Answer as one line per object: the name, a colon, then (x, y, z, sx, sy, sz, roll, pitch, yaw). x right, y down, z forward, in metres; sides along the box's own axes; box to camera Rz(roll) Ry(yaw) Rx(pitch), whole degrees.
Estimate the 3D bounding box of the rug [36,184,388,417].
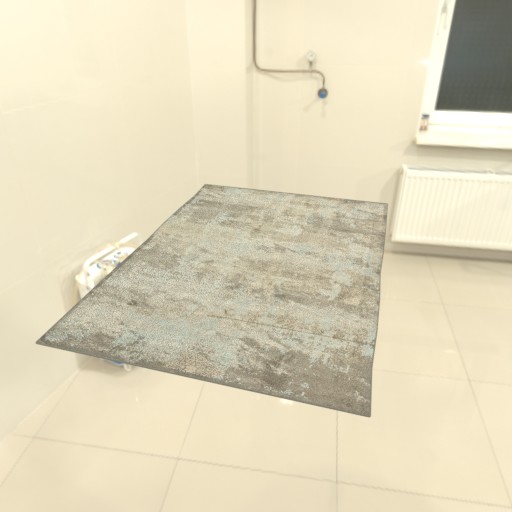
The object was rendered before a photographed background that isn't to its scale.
rug: (0.000, 0.000, 4.306, 2.393, 0.013, 3.307, 8, 31, 14)
